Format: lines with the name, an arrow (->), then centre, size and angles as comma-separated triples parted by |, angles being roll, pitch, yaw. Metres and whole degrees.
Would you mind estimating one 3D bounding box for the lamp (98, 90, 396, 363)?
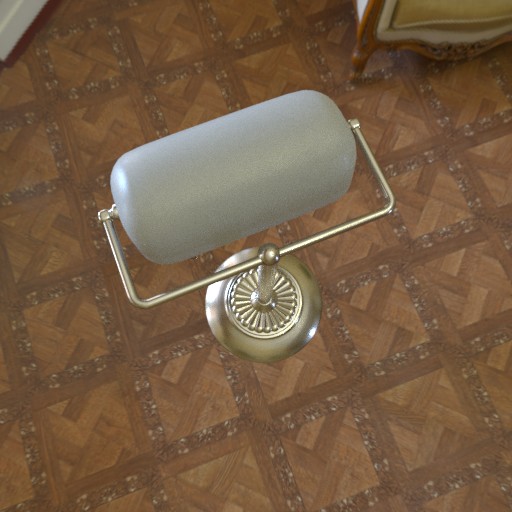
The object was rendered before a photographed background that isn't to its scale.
lamp -> 0.000, 0.000, 0.521 | 0.264, 0.339, 0.243 | -21, 76, -5
